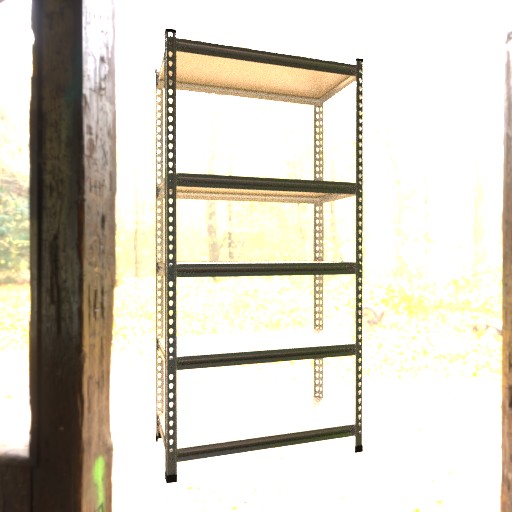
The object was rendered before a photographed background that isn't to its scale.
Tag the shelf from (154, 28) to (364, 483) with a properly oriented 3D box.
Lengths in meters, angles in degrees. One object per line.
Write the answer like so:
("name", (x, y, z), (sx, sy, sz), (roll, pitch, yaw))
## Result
("shelf", (0.000, 0.000, 2.135), (0.914, 1.829, 0.457), (0, 1, -18))
